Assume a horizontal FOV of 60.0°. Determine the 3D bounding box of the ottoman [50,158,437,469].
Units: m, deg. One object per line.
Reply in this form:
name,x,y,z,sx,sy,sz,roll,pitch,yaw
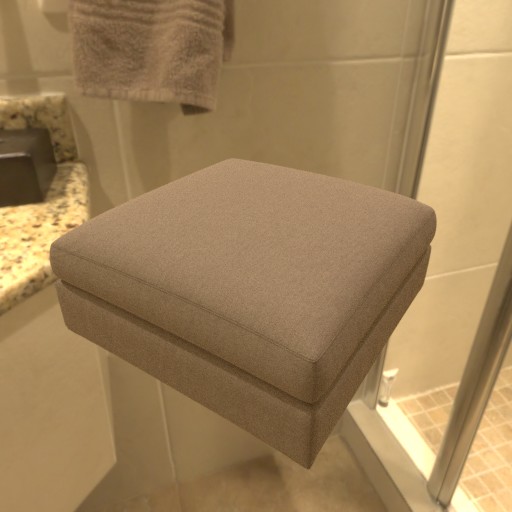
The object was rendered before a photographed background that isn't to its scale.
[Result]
ottoman,0.000,0.000,1.642,1.041,0.470,1.041,19,35,29
